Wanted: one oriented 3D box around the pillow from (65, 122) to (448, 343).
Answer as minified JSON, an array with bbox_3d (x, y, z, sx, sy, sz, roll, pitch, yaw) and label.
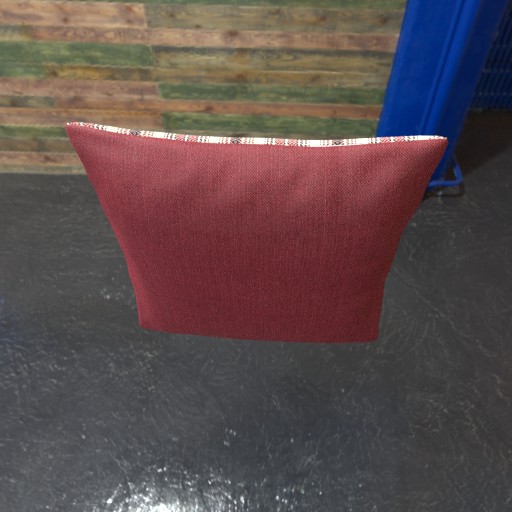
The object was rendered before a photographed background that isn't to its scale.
[{"bbox_3d":[0.000,0.000,0.767,0.513,0.497,0.166,3,48,3],"label":"pillow"}]
